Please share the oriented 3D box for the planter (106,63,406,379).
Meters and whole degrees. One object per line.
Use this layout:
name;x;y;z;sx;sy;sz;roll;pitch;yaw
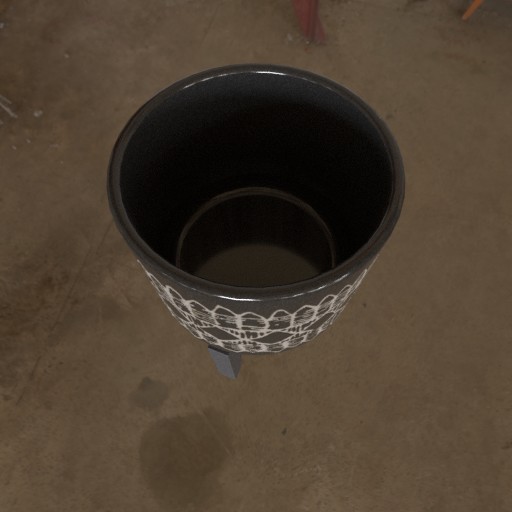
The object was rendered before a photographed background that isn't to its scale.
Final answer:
planter;0.000;0.000;0.407;0.196;0.264;0.196;-35;67;-17
